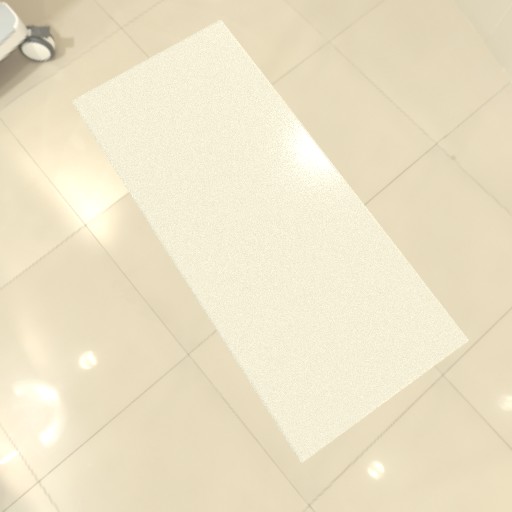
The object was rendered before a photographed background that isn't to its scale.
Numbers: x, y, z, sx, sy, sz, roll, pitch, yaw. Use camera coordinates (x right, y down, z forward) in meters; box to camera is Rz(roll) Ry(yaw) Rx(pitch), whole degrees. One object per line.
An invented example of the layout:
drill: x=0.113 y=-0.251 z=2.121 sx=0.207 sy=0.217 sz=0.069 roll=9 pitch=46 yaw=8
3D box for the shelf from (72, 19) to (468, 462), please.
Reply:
shelf: x=0.000 y=0.000 z=1.276 sx=0.396 sy=0.732 sz=0.895 roll=-33 pitch=78 yaw=-8
